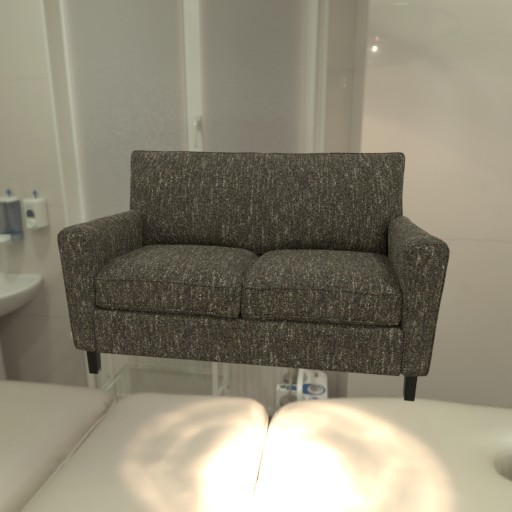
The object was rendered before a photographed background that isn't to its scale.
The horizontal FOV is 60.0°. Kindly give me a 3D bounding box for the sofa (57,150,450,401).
[{"bbox_3d":[0.000,0.000,2.087,1.519,0.946,0.801,2,15,9],"label":"sofa"}]
